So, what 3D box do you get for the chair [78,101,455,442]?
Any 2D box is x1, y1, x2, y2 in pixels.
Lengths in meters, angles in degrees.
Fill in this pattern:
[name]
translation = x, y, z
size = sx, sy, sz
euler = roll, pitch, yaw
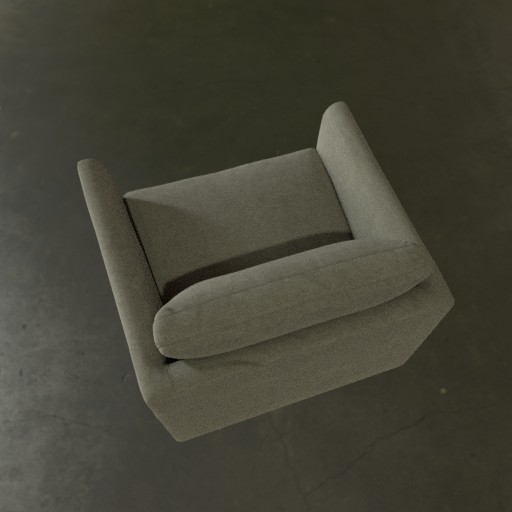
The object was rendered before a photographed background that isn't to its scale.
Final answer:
[chair]
translation = 0.000, 0.000, 1.837
size = 1.190, 0.845, 1.091
euler = -16, 59, -10
